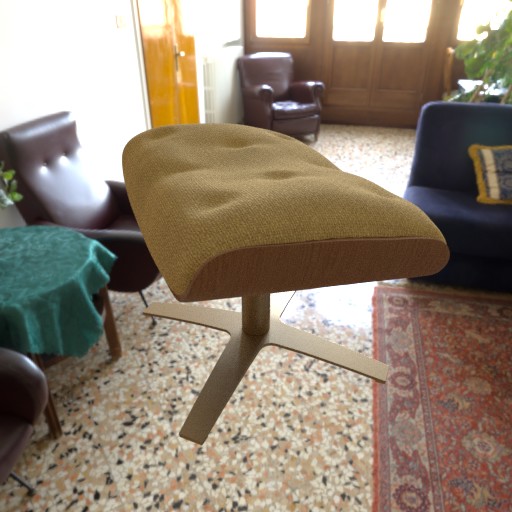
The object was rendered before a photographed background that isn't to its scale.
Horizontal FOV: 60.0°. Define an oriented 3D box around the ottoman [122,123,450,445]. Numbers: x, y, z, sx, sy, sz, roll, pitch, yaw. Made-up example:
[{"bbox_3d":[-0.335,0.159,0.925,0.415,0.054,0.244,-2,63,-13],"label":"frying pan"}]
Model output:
[{"bbox_3d":[0.000,0.000,0.796,0.394,0.391,0.520,-11,32,-19],"label":"ottoman"}]
